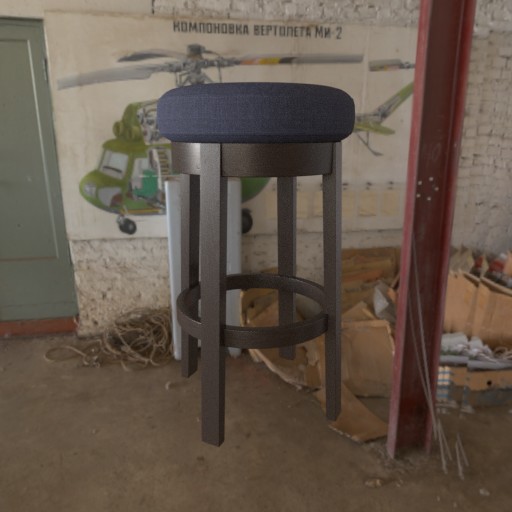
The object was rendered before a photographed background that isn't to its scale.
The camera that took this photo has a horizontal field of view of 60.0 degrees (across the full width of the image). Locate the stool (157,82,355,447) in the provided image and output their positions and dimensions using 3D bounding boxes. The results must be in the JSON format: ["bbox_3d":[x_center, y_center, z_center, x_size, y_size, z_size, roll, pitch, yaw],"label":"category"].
[{"bbox_3d":[0.000,0.000,1.063,0.446,0.758,0.446,0,16,0],"label":"stool"}]
